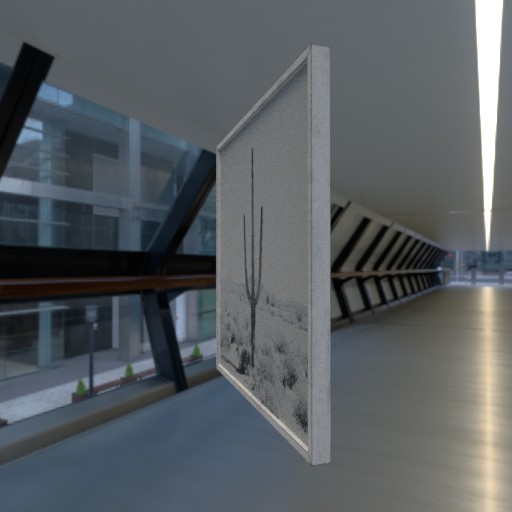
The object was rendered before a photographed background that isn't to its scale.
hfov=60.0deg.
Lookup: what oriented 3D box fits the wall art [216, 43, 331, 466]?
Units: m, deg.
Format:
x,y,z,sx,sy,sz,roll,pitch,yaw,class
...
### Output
x,y,z,sx,sy,sz,roll,pitch,yaw,class
0.000,0.000,1.167,0.038,0.762,0.762,0,-1,-18,wall art
